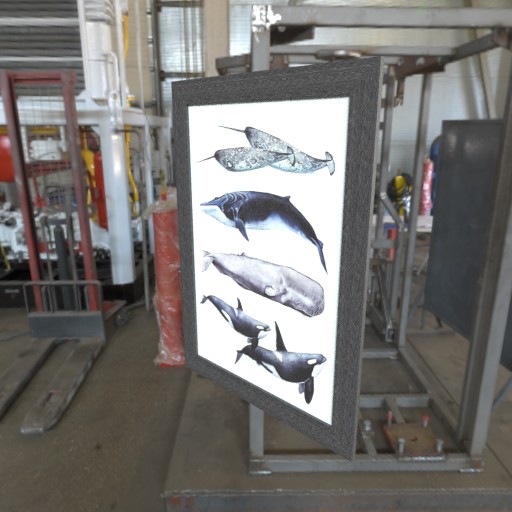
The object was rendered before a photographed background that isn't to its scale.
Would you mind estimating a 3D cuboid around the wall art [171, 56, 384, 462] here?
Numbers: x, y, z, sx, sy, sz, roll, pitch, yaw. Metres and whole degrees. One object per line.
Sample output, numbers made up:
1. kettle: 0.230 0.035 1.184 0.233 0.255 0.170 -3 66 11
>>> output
1. wall art: 0.000 0.000 1.445 0.810 1.116 0.016 15 22 42
